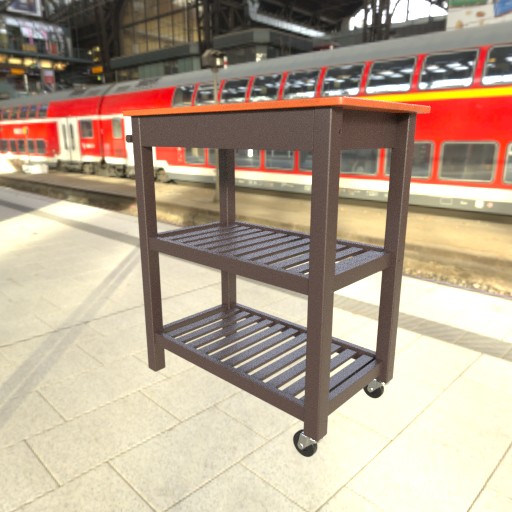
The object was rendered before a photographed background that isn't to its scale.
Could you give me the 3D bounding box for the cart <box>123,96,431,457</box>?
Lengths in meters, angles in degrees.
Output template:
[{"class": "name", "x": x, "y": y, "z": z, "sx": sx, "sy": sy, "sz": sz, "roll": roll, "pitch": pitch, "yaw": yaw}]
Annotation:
[{"class": "cart", "x": 0.000, "y": 0.000, "z": 1.474, "sx": 0.899, "sy": 0.927, "sz": 0.457, "roll": 14, "pitch": 20, "yaw": 41}]
